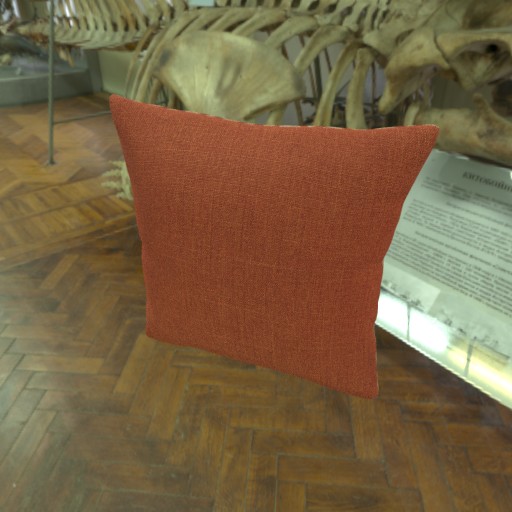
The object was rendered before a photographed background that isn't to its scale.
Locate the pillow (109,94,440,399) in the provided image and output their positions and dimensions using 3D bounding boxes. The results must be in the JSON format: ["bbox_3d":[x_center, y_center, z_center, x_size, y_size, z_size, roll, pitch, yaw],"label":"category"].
[{"bbox_3d":[0.000,0.000,0.658,0.429,0.434,0.159,10,33,17],"label":"pillow"}]
